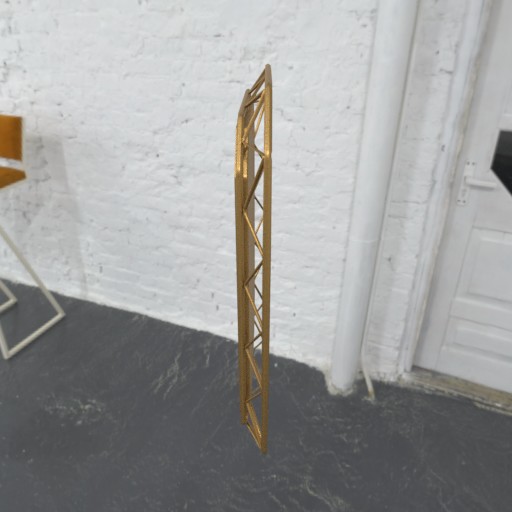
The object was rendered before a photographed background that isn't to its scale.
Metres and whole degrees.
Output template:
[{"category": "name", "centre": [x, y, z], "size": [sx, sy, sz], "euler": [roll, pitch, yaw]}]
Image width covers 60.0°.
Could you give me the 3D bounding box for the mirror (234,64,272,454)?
[{"category": "mirror", "centre": [0.000, 0.000, 0.725], "size": [0.042, 0.566, 0.417], "euler": [1, 27, 1]}]
